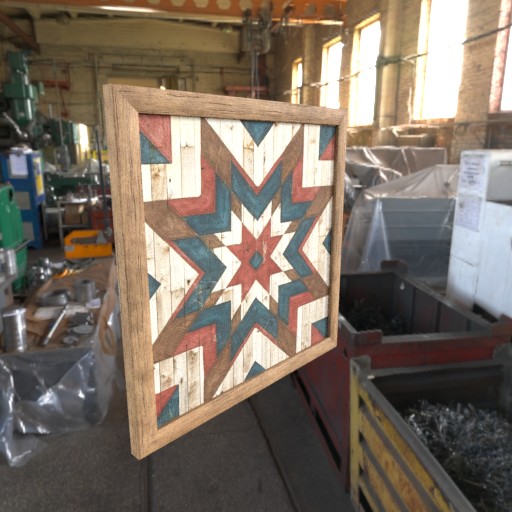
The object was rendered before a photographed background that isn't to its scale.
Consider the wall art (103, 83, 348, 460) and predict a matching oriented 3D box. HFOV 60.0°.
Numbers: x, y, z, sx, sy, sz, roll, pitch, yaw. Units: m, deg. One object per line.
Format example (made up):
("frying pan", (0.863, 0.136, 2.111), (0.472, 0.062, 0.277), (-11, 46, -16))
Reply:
("wall art", (0.000, 0.000, 1.036), (0.029, 0.691, 0.695), (13, 19, 42))
